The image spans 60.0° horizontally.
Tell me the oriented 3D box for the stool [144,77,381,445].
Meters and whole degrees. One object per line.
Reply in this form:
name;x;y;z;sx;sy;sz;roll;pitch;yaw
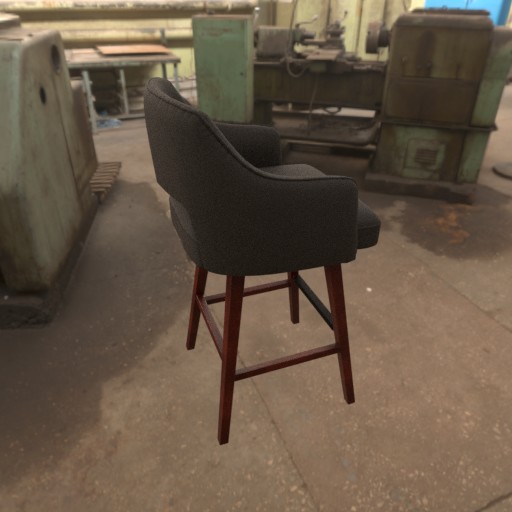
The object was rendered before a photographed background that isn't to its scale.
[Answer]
stool;0.000;0.000;1.355;0.558;1.012;0.548;-11;33;-17
